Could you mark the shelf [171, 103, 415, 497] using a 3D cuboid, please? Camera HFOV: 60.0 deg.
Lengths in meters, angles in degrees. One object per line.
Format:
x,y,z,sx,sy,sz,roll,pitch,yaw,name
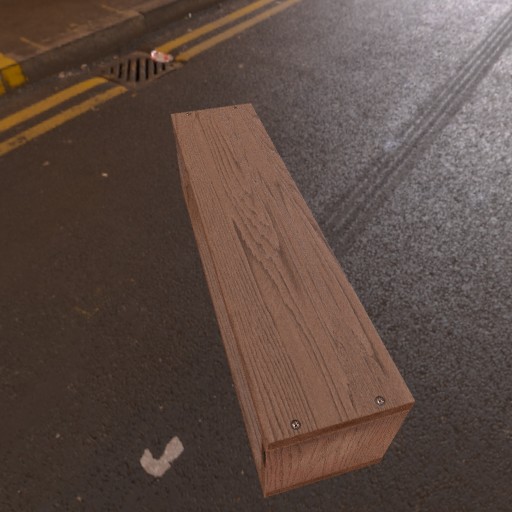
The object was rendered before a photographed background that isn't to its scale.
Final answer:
0.000,0.000,0.679,0.150,0.170,0.610,-12,48,-11,shelf
